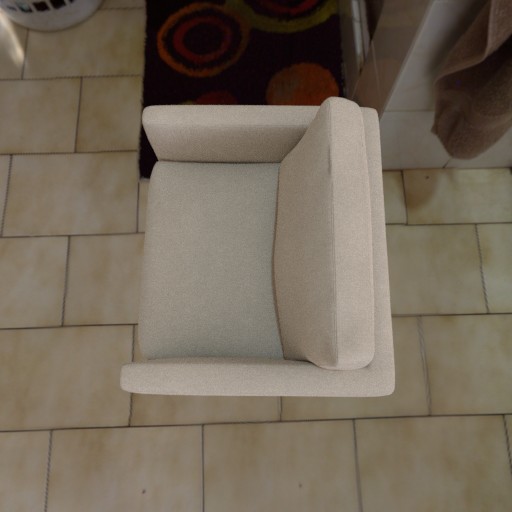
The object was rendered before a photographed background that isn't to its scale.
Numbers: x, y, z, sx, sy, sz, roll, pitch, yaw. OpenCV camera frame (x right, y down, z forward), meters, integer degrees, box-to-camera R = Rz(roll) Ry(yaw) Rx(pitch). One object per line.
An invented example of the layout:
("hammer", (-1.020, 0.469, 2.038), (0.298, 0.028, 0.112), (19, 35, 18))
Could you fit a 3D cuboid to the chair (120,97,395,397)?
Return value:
("chair", (0.000, 0.000, 1.861), (0.959, 0.961, 1.107), (1, 76, 0))
